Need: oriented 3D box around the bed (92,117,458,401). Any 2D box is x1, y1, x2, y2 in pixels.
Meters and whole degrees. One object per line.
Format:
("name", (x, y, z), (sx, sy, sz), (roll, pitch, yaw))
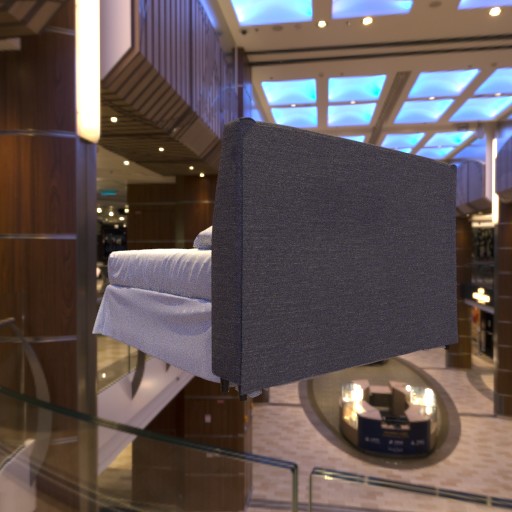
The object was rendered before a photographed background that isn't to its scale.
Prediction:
("bed", (0.000, 0.000, 3.475), (1.925, 1.332, 2.276), (0, 1, -37))
